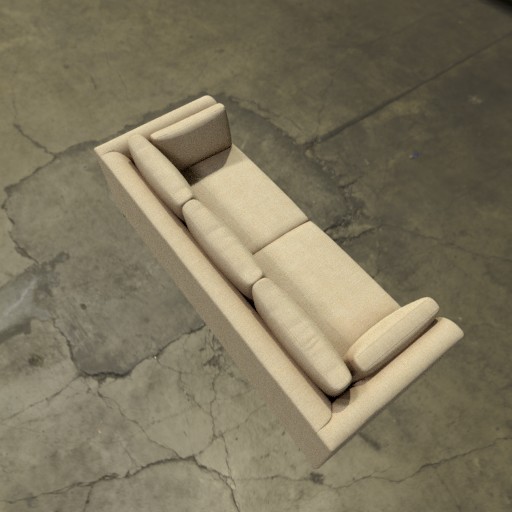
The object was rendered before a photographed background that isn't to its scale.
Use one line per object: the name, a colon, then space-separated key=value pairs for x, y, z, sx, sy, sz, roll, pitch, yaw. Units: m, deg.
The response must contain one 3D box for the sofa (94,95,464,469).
sofa: x=0.000 y=0.000 z=2.936 sx=0.969 sy=0.867 sz=2.415 roll=-33 pitch=63 yaw=-19
